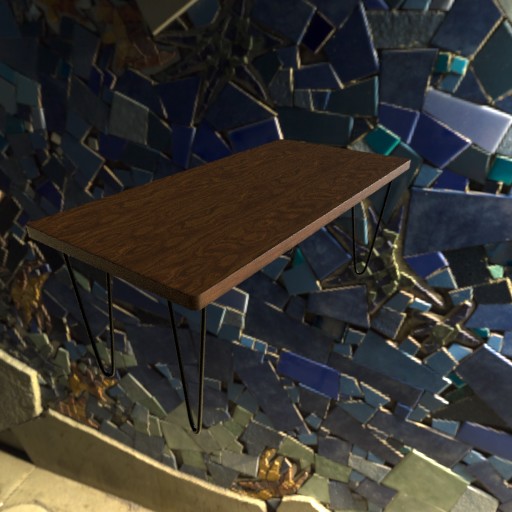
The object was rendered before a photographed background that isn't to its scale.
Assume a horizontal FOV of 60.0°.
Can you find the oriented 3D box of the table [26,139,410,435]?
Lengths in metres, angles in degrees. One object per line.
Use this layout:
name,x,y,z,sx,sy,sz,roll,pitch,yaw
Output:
table,0.000,0.000,2.269,0.883,0.753,1.791,18,33,31
